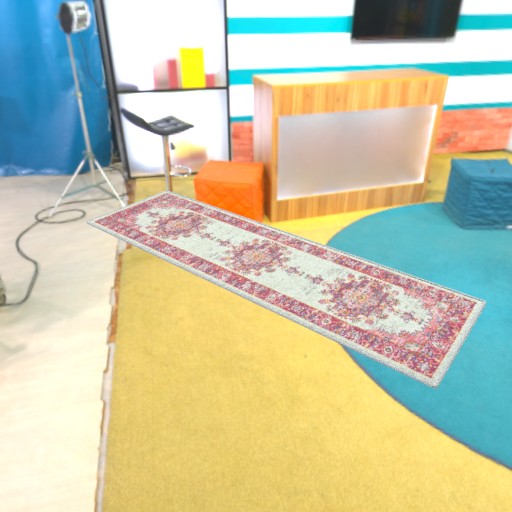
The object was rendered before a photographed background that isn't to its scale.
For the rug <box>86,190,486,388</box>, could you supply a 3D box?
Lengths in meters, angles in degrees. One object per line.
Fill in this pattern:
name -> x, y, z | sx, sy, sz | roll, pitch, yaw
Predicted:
rug -> 0.000, 0.000, 2.003 | 1.824, 0.009, 0.562 | 22, 37, 33
